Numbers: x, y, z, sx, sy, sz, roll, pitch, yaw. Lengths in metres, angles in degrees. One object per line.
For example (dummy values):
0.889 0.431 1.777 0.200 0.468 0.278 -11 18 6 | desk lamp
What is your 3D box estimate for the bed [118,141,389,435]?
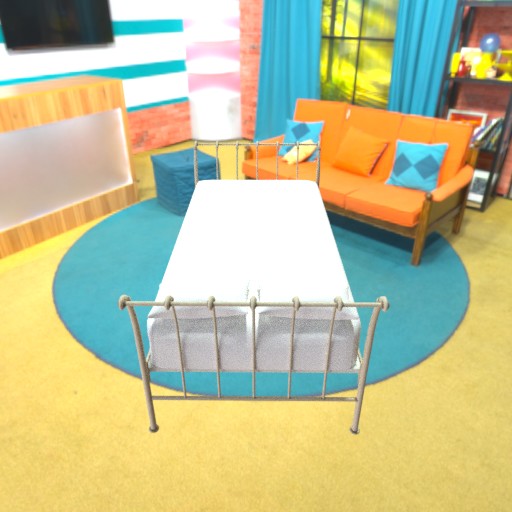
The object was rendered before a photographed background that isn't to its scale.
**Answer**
0.000 0.000 2.805 1.032 0.873 2.228 0 30 0 | bed
